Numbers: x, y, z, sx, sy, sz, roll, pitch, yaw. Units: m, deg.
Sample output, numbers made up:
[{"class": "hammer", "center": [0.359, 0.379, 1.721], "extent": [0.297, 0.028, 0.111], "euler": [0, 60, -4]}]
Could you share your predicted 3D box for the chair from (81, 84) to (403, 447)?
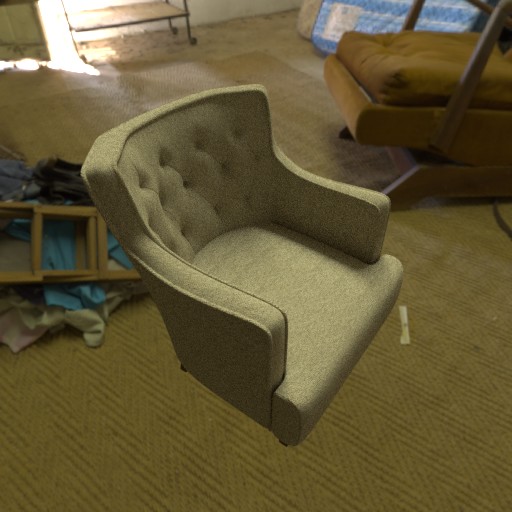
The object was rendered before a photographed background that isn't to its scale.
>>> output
[{"class": "chair", "center": [0.000, 0.000, 1.632], "extent": [0.910, 0.920, 0.820], "euler": [25, 46, 27]}]
